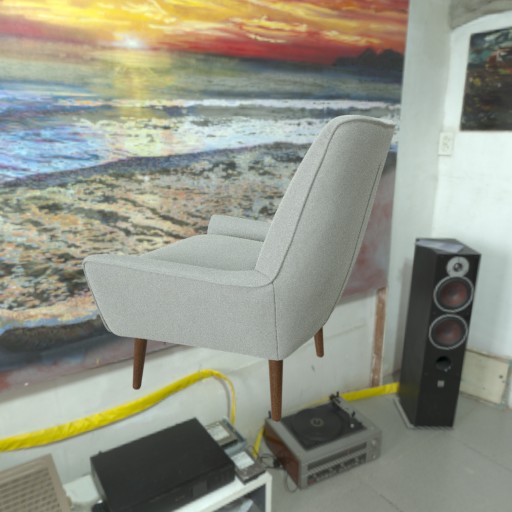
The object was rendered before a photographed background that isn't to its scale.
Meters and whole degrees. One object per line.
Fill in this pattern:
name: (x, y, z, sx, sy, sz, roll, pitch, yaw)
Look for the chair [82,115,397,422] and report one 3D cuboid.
chair: (0.000, 0.000, 1.492, 0.822, 0.888, 0.787, 7, 17, 24)
